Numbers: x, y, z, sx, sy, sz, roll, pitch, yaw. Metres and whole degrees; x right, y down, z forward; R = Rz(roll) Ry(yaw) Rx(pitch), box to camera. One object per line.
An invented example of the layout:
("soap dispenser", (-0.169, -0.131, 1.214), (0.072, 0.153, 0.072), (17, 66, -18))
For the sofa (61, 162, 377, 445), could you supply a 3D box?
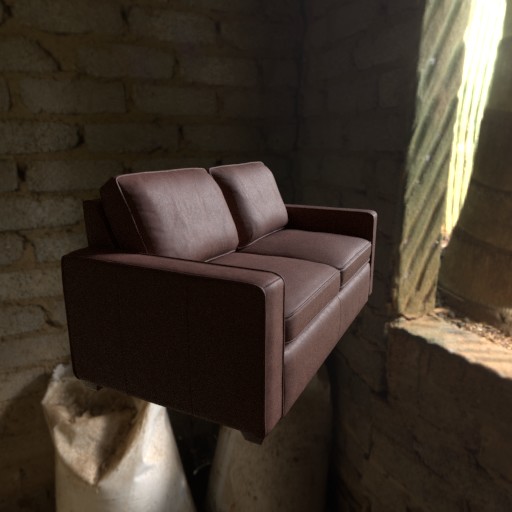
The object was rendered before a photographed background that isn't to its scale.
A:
("sofa", (0.000, 0.000, 2.337), (0.947, 0.918, 1.709), (7, 16, 25))
